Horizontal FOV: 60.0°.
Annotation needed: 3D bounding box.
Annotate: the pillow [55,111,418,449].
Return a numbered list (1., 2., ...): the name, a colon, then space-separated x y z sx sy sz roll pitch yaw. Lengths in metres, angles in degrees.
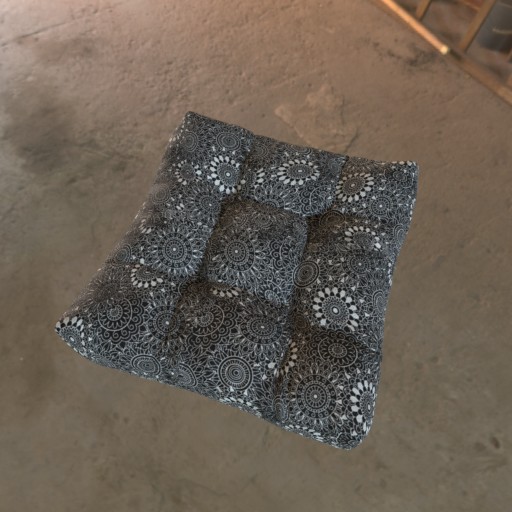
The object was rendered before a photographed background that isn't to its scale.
1. pillow: 0.000 0.000 0.739 0.468 0.128 0.490 16 61 9
